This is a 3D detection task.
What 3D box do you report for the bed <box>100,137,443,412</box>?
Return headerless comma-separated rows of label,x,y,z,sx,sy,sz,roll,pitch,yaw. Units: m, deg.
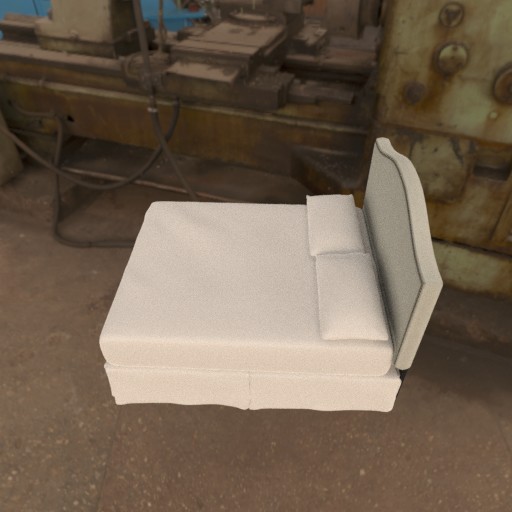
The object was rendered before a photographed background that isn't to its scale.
bed,0.000,0.000,3.517,2.180,1.607,1.813,2,42,2
